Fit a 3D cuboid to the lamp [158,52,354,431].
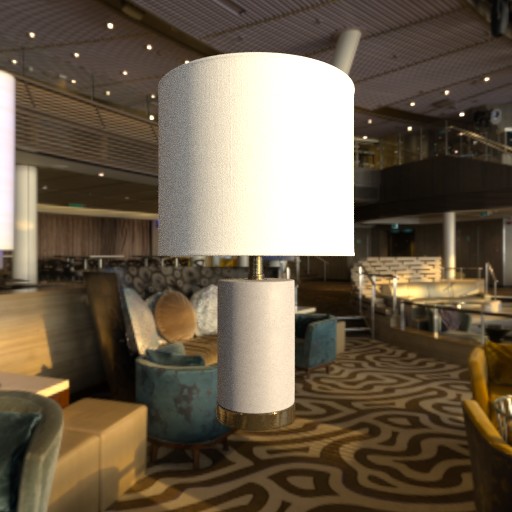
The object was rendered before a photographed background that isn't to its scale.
[{"bbox_3d":[0.000,0.000,0.528,0.229,0.380,0.229,0,0,0],"label":"lamp"}]
